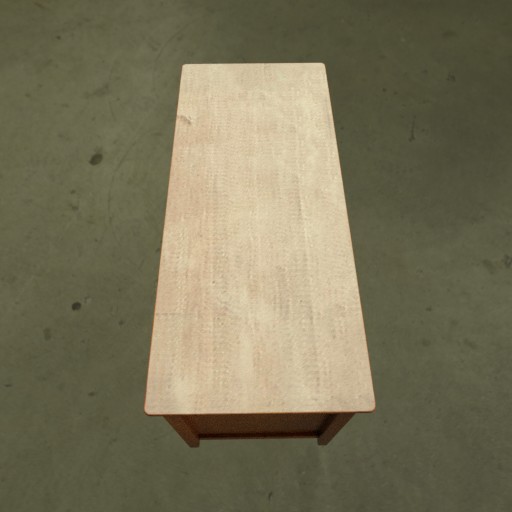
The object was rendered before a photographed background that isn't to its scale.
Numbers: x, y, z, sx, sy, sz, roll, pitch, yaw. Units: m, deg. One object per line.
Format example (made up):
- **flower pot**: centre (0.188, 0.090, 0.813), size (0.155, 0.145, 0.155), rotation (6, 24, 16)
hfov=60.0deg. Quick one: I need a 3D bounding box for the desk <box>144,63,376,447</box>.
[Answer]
- **desk**: centre (0.000, 0.000, 1.755), size (0.574, 0.756, 1.353), rotation (-1, 59, 0)
